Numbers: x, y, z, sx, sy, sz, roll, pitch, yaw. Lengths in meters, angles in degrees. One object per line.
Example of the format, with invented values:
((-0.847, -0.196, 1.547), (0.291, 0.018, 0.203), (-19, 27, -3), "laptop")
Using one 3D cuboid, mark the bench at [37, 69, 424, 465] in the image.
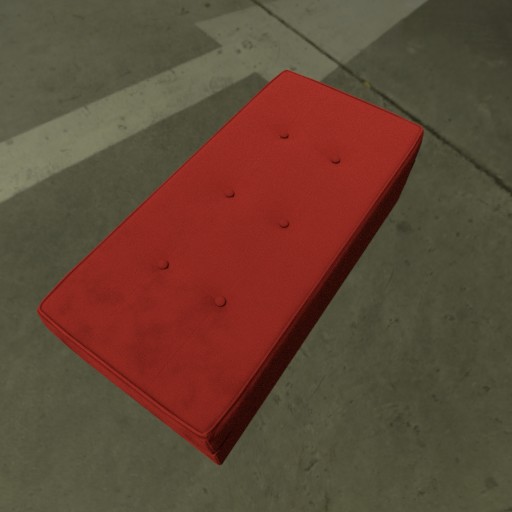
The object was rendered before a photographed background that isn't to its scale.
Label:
((0.000, 0.000, 1.279), (0.492, 0.471, 1.016), (30, 63, 17), "bench")
